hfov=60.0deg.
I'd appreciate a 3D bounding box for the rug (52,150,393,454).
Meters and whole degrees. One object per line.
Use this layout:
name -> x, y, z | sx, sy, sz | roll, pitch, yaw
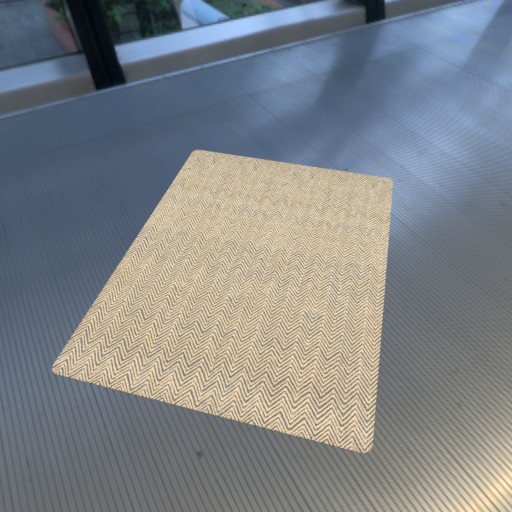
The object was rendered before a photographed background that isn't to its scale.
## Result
rug -> 0.000, 0.000, 4.253 | 2.439, 0.014, 3.207 | 11, 47, 10
